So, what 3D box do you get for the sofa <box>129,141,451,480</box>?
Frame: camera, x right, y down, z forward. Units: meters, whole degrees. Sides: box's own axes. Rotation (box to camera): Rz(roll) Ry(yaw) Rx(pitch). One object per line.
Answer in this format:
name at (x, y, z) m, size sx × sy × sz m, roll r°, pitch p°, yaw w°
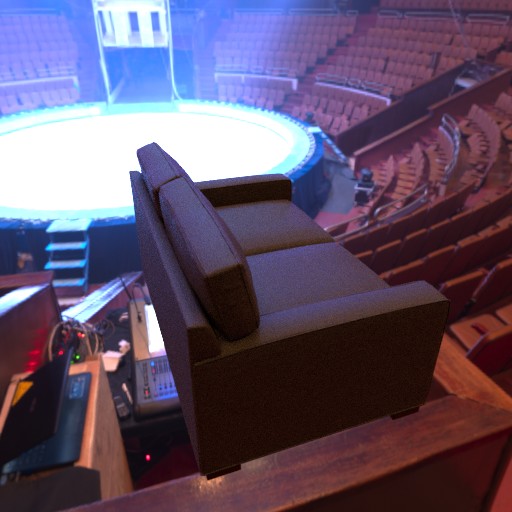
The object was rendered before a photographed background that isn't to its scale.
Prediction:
sofa at (0.000, 0.000, 2.135) m, size 0.974 × 0.887 × 1.534 m, roll -10°, pitch 30°, yaw -18°
